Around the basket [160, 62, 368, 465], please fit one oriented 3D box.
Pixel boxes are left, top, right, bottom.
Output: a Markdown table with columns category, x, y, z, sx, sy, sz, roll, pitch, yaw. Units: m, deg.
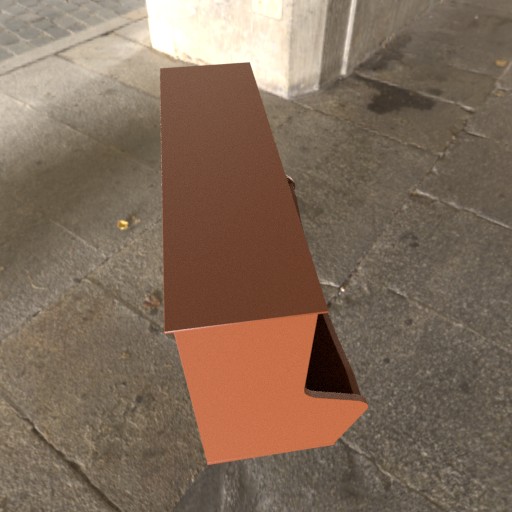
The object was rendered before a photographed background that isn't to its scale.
| category | x | y | z | sx | sy | sz | roll | pitch | yaw |
| --- | --- | --- | --- | --- | --- | --- | --- | --- | --- |
| basket | 0.000 | 0.000 | 1.122 | 0.376 | 0.625 | 0.792 | -6 | 49 | -6 |
